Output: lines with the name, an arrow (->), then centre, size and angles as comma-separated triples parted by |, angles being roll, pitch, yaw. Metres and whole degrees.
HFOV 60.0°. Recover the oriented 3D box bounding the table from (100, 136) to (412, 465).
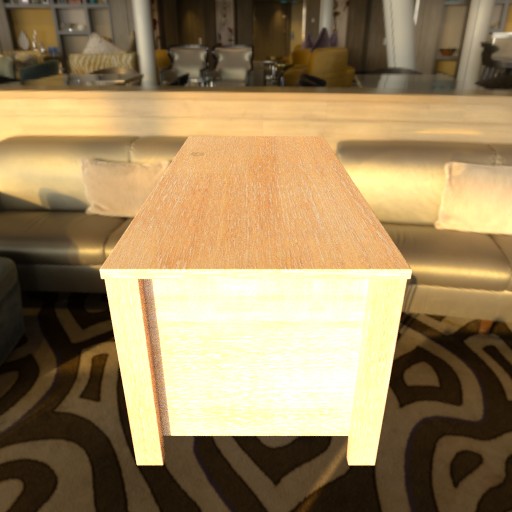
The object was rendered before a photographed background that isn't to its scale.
table -> 0.000, 0.000, 1.240 | 0.483, 0.457, 1.016 | 0, 26, 0
